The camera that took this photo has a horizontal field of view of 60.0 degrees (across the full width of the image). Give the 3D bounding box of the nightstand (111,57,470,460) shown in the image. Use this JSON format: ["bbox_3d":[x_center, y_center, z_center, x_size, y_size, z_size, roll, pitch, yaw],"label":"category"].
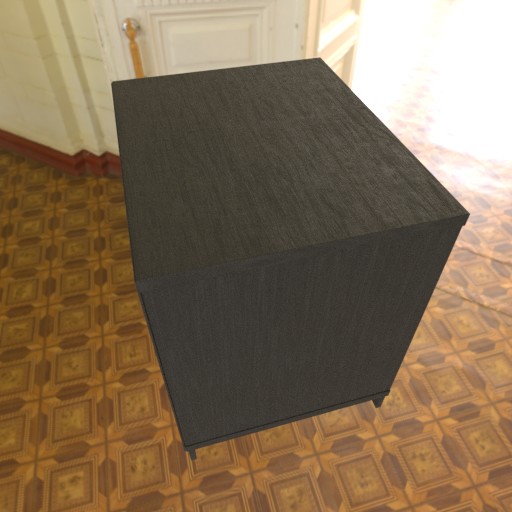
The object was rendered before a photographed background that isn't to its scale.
[{"bbox_3d":[0.000,0.000,0.734,0.347,0.448,0.427,-11,47,-11],"label":"nightstand"}]
